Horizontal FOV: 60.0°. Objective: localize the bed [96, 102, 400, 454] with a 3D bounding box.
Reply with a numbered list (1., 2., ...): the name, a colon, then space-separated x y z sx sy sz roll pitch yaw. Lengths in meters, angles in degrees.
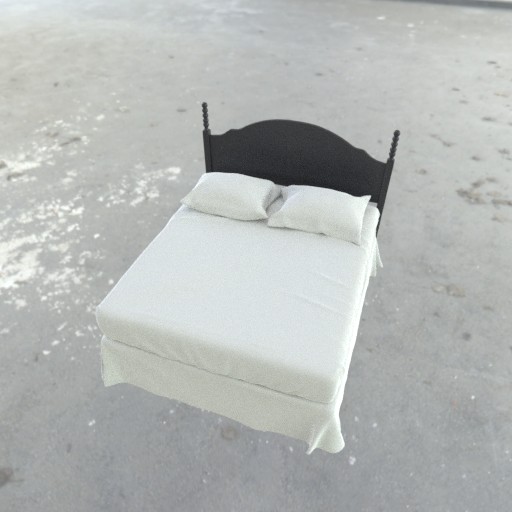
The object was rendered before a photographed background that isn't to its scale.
1. bed: 0.000 0.000 3.301 1.873 1.356 2.040 13 43 14
